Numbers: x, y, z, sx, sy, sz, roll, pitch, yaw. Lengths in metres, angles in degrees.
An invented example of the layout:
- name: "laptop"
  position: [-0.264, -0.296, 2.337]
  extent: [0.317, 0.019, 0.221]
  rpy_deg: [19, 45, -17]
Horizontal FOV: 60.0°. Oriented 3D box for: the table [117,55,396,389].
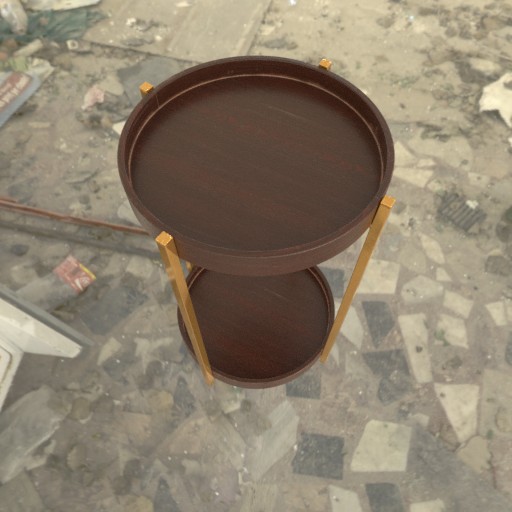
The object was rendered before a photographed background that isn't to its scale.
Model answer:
- name: "table"
  position: [0.000, 0.000, 0.854]
  extent: [0.400, 0.610, 0.400]
  rpy_deg: [29, 63, 17]
